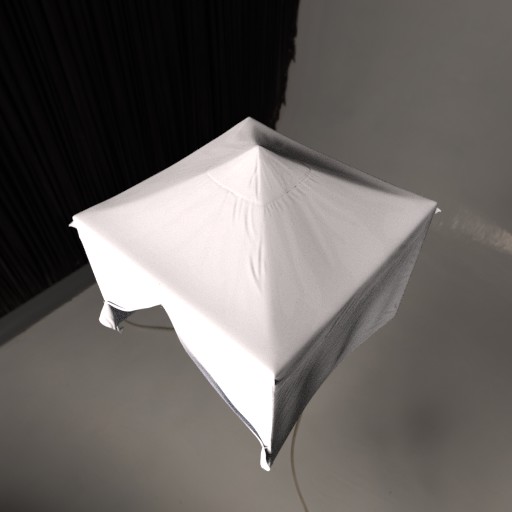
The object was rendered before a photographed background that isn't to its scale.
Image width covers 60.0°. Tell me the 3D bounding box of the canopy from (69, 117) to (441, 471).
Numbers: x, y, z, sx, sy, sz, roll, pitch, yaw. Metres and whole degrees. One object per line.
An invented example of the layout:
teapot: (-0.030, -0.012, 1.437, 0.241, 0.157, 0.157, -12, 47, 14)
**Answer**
canopy: (0.000, 0.000, 5.395, 3.043, 2.997, 3.121, 33, 54, 27)
